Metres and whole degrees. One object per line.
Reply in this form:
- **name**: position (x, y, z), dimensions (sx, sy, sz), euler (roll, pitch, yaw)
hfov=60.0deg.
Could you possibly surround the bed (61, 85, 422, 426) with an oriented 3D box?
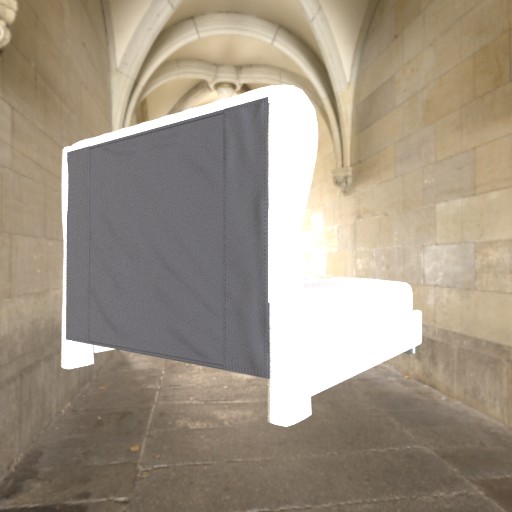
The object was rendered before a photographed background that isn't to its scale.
- **bed**: position (0.000, 0.000, 3.816), dimensions (2.219, 1.771, 2.347), euler (-1, -1, 37)
